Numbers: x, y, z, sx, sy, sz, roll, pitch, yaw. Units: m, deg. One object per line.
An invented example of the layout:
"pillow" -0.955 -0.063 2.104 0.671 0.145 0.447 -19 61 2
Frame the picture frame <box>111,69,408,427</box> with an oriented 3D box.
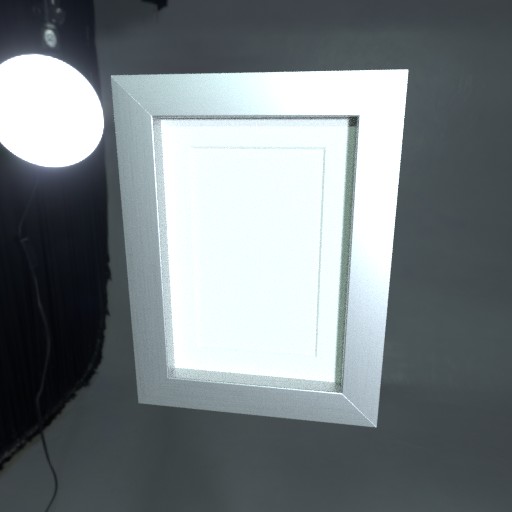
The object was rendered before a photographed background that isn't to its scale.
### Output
"picture frame" 0.000 0.000 0.273 0.157 0.208 0.028 3 16 9
